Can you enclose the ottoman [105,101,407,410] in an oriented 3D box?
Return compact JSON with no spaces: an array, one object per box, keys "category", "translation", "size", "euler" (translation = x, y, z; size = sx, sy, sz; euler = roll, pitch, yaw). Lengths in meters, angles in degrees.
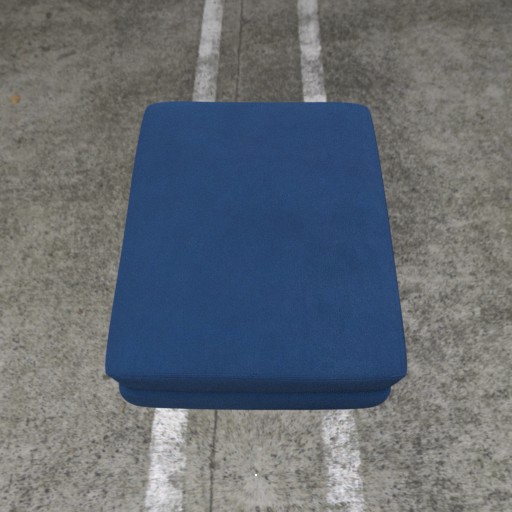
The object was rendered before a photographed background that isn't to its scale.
[{"category":"ottoman","translation":[0.000,0.000,1.228],"size":[0.655,0.485,0.794],"euler":[0,64,0]}]
